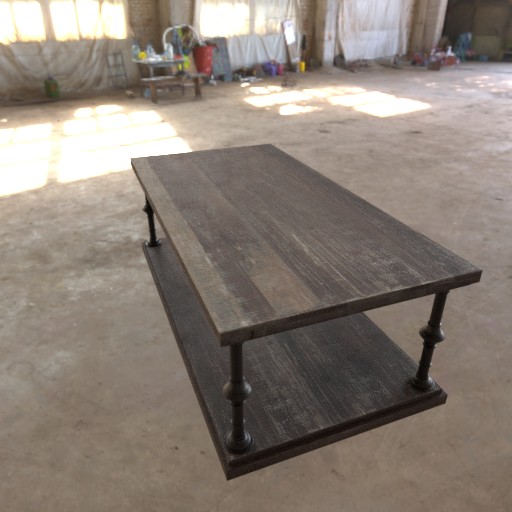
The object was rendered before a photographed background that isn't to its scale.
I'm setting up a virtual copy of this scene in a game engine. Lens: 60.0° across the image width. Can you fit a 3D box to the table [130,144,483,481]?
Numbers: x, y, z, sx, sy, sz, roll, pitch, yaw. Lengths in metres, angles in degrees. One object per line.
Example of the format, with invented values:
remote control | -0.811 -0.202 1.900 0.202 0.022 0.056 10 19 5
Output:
table | 0.000 0.000 1.337 0.554 0.373 1.088 -11 30 -19
